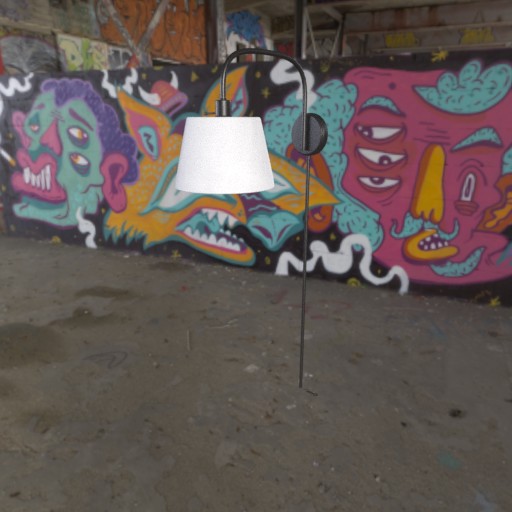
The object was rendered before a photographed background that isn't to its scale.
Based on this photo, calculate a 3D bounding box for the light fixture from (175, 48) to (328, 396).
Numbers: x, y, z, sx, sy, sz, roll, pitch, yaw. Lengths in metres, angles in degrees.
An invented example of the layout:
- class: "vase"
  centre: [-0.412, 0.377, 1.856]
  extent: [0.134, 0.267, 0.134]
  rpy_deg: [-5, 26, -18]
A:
- class: "light fixture"
  centre: [0.000, 0.000, 0.465]
  extent: [0.092, 0.399, 0.176]
  rpy_deg: [16, 23, 41]
